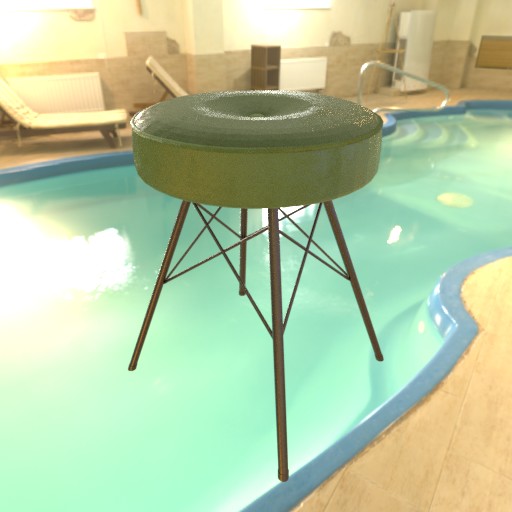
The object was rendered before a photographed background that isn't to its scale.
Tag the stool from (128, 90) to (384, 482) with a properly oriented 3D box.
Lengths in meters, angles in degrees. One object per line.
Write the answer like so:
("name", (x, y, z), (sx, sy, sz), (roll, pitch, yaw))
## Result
("stool", (0.000, 0.000, 0.905), (0.457, 0.595, 0.430), (22, 36, 33))
